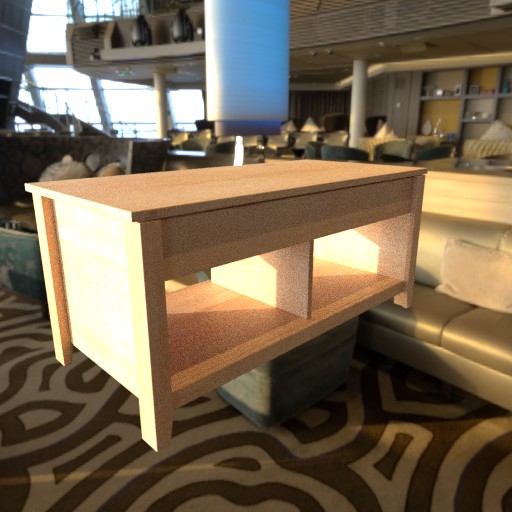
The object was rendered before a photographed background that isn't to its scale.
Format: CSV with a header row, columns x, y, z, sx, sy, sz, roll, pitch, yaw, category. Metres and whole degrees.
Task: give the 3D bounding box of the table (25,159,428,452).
x,y,z,sx,sy,sz,roll,pitch,yaw,category
0.000,0.000,1.259,1.016,0.457,0.483,-16,23,-42,table
